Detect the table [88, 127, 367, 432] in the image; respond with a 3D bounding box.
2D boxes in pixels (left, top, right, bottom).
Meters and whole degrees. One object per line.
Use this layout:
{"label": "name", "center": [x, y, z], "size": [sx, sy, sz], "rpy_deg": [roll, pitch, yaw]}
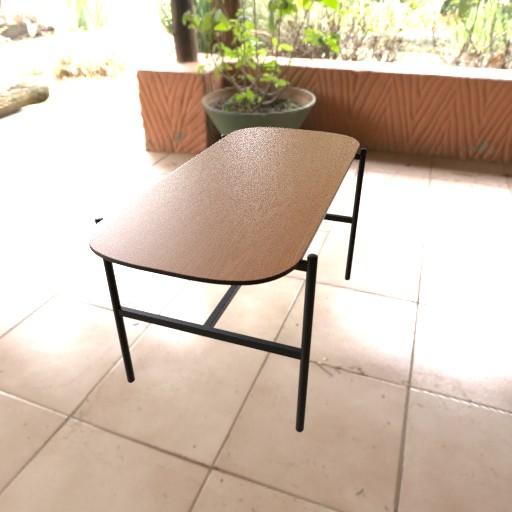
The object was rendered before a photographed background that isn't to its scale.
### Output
{"label": "table", "center": [0.000, 0.000, 1.057], "size": [0.400, 0.400, 0.800], "rpy_deg": [10, 32, 17]}
